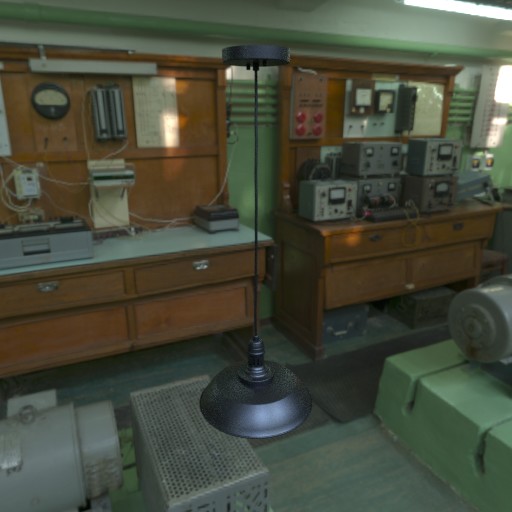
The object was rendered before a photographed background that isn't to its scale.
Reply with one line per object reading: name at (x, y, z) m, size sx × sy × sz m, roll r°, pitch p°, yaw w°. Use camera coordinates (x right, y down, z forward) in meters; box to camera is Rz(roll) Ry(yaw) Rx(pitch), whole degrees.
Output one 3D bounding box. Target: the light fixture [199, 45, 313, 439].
light fixture at (0.000, 0.000, 1.169) m, size 0.331 × 0.993 × 0.331 m, roll -9°, pitch 19°, yaw -25°
